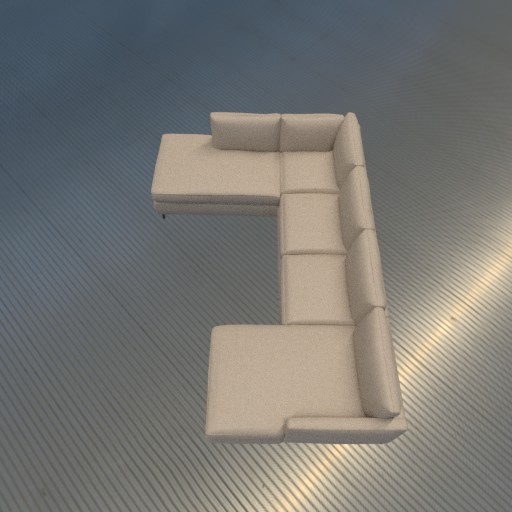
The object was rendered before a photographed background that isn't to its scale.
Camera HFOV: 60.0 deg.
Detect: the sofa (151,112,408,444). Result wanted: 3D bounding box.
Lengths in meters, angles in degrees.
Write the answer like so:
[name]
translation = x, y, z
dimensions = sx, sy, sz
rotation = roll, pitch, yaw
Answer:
[sofa]
translation = 0.000, 0.000, 3.529
dimensions = 1.879, 0.756, 2.737
rotation = 1, 58, 1
